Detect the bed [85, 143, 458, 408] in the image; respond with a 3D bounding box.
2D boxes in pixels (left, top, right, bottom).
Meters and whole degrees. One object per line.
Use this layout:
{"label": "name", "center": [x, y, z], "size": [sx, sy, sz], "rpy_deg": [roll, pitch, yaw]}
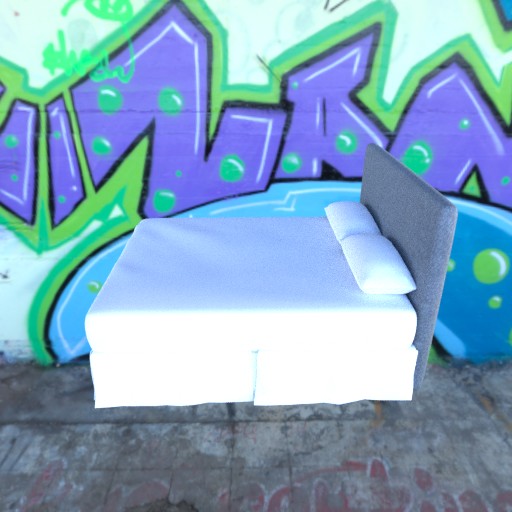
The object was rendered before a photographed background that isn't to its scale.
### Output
{"label": "bed", "center": [0.000, 0.000, 3.294], "size": [2.142, 1.330, 1.723], "rpy_deg": [-1, 26, -1]}
